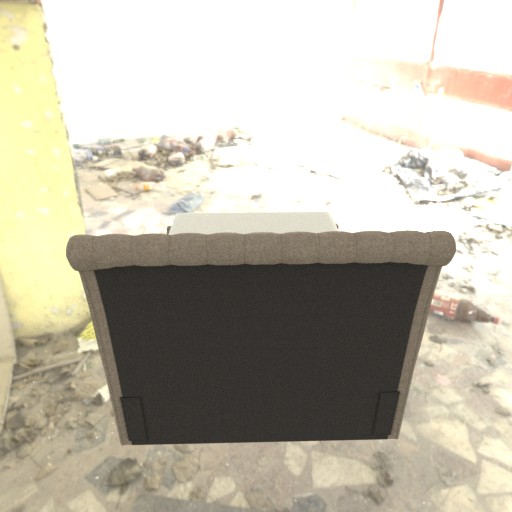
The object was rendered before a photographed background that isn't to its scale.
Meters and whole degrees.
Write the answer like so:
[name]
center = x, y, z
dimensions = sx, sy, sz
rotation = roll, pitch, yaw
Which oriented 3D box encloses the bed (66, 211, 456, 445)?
[bed]
center = 0.000, 0.000, 3.145
dimensions = 1.645, 1.371, 2.252
rotation = -1, 29, -1
